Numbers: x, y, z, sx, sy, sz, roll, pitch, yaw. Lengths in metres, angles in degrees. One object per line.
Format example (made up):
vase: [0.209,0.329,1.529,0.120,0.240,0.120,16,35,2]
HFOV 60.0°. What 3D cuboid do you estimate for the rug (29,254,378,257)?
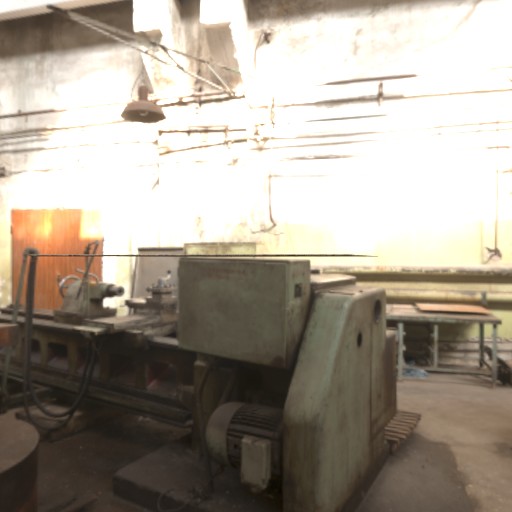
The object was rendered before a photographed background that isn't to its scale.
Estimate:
rug: [0.000,0.000,3.064,1.546,0.010,2.442,0,0,18]
